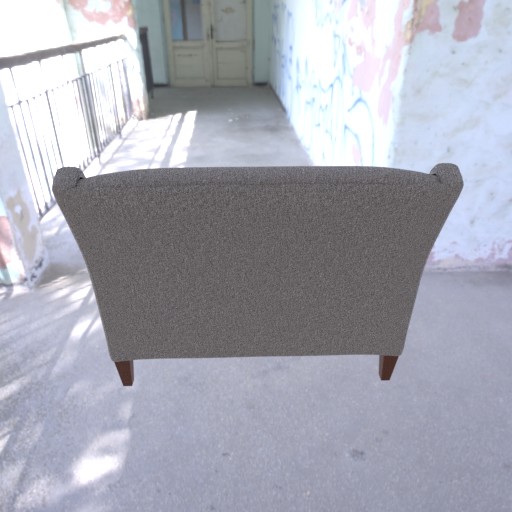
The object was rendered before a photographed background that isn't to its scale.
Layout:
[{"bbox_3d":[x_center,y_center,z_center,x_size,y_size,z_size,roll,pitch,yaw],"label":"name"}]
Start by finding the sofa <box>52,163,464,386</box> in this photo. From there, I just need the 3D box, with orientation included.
[{"bbox_3d":[0.000,0.000,1.891,1.242,1.026,0.862,-1,29,-1],"label":"sofa"}]
